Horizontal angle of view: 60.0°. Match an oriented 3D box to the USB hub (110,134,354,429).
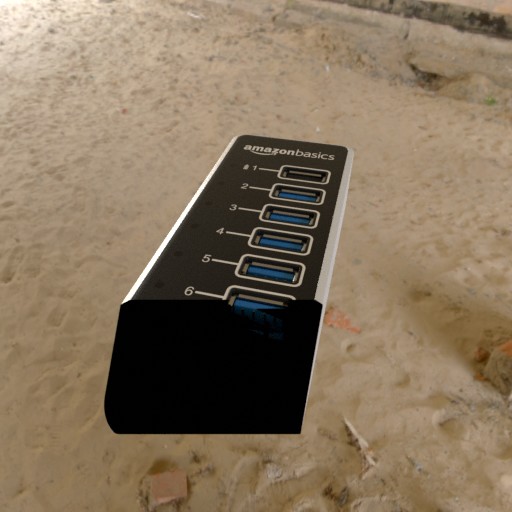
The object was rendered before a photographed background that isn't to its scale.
[{"bbox_3d":[0.000,0.000,0.129,0.044,0.023,0.110,10,42,11],"label":"USB hub"}]
